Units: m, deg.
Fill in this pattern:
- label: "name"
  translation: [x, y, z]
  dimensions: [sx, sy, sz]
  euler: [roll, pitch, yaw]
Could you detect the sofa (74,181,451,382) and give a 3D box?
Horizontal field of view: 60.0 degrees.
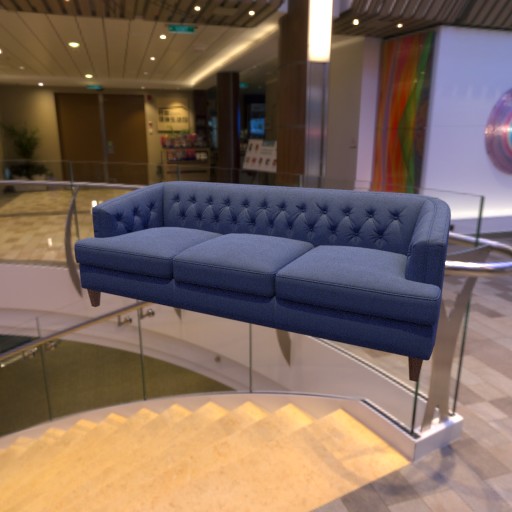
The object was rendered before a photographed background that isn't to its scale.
- label: "sofa"
  translation: [0.000, 0.000, 2.802]
  dimensions: [2.235, 0.787, 0.914]
  euler: [8, 17, 26]
